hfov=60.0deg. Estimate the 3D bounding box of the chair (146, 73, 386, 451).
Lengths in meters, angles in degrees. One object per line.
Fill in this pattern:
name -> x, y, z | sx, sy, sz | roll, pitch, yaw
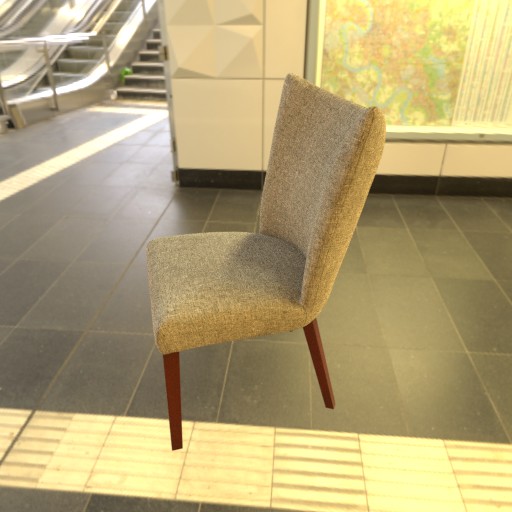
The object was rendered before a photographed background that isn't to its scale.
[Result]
chair -> 0.000, 0.000, 1.293 | 0.623, 0.924, 0.535 | -7, 30, -13
